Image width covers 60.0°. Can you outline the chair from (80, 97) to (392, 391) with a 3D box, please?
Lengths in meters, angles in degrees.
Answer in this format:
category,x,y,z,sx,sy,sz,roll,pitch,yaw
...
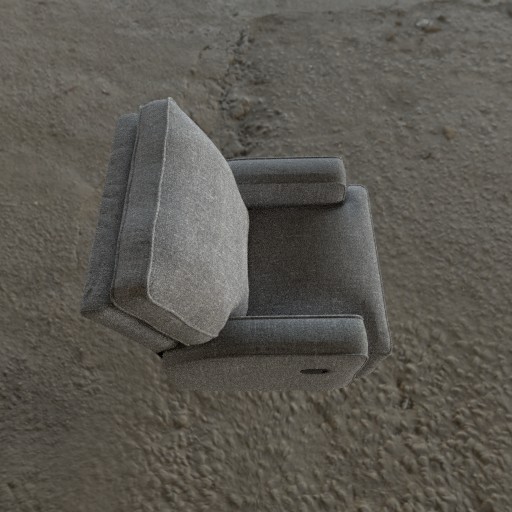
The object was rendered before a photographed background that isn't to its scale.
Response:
category,x,y,z,sx,sy,sz,roll,pitch,yaw
chair,0.000,0.000,1.685,0.964,0.962,0.861,0,62,0
